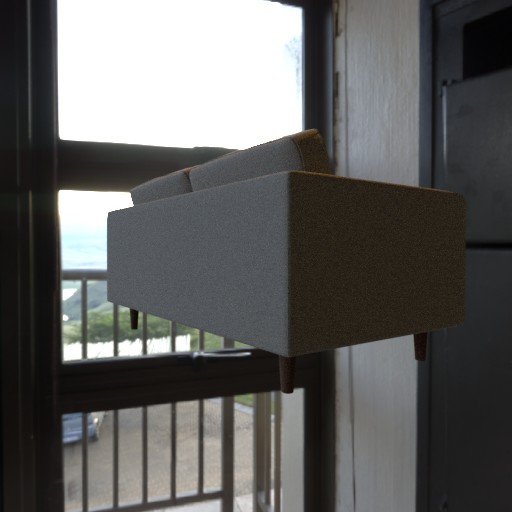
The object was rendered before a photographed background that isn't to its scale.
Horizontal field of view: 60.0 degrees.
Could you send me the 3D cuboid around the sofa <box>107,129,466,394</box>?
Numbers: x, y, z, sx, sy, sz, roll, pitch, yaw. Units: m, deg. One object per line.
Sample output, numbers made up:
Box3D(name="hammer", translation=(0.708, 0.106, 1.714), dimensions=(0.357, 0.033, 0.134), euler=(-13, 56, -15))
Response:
Box3D(name="sofa", translation=(0.000, 0.000, 2.277), dimensions=(1.000, 0.900, 1.731), euler=(-1, 1, -35))
